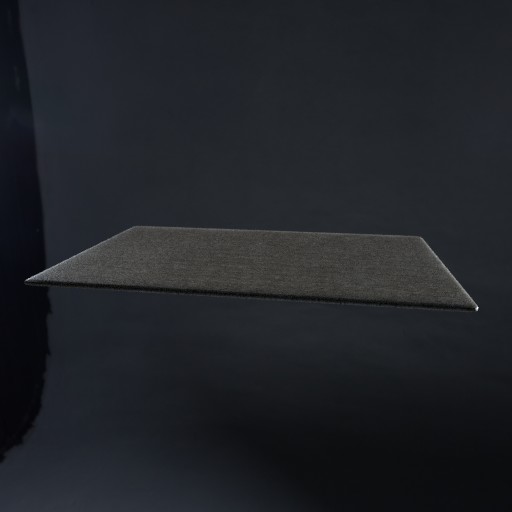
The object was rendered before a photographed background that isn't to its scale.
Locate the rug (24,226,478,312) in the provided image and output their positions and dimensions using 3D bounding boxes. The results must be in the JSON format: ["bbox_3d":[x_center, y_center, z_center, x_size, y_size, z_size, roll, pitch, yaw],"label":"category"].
[{"bbox_3d":[0.000,0.000,3.074,2.469,0.024,1.539,3,16,9],"label":"rug"}]
